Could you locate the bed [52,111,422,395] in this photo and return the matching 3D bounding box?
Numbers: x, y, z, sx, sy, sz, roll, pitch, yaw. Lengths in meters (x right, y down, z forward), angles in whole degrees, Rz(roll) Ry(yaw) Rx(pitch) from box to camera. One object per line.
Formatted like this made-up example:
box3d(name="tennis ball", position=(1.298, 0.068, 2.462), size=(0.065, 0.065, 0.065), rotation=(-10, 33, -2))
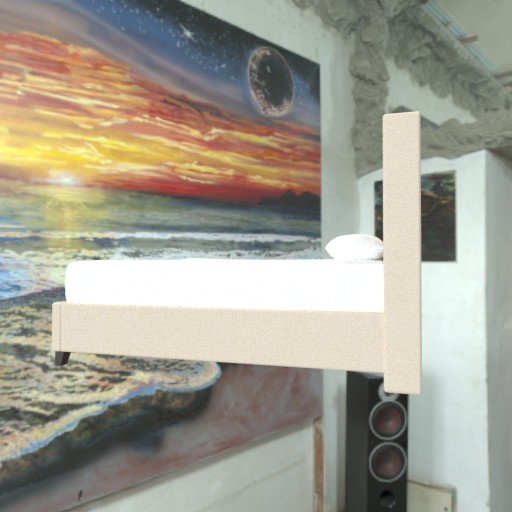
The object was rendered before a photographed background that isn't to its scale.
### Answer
box3d(name="bed", position=(0.000, 0.000, 3.451), size=(2.293, 1.471, 1.778), rotation=(0, -1, 16))
